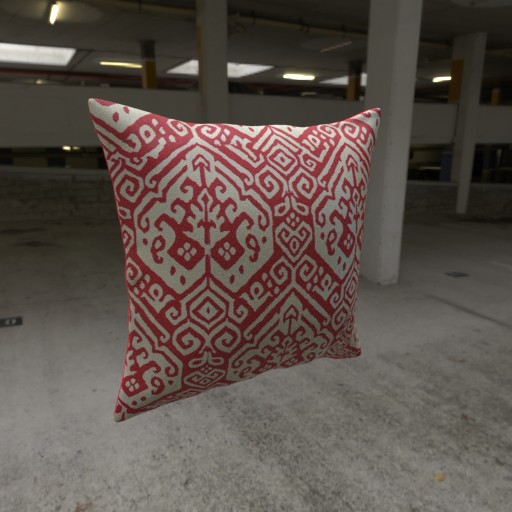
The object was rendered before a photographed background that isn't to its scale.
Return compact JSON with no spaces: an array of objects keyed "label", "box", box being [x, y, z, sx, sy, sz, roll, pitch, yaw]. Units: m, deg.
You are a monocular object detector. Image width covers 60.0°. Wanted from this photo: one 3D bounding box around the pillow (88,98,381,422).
[{"label":"pillow","box":[0.000,0.000,0.777,0.522,0.507,0.192,-8,17,-27]}]
